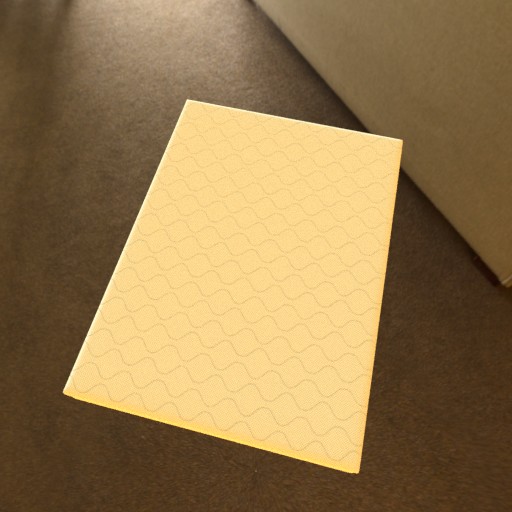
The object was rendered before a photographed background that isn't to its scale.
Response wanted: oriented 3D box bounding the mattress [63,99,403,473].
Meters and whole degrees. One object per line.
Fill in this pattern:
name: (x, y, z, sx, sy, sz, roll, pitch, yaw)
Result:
mattress: (0.000, 0.000, 2.473, 1.400, 0.200, 1.900, 13, 65, 6)
